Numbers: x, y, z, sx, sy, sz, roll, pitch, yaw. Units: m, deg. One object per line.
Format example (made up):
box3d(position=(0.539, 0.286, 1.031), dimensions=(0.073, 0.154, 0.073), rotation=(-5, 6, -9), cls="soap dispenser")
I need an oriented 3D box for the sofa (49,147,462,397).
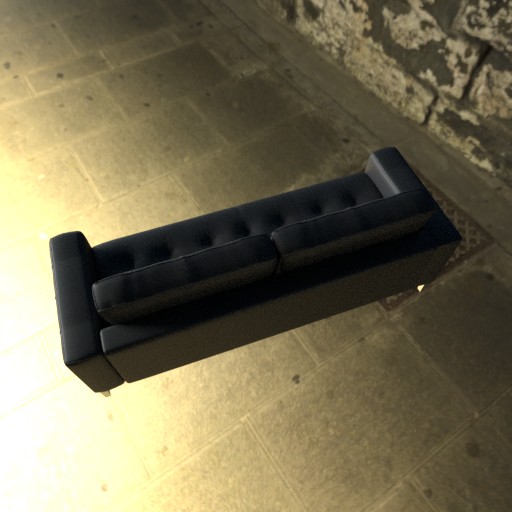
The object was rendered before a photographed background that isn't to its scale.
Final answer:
box3d(position=(0.000, 0.000, 2.693), dimensions=(2.275, 0.893, 0.833), rotation=(-17, 59, -10), cls="sofa")
